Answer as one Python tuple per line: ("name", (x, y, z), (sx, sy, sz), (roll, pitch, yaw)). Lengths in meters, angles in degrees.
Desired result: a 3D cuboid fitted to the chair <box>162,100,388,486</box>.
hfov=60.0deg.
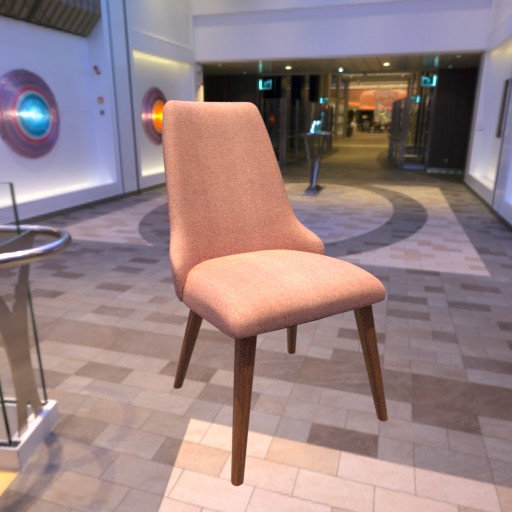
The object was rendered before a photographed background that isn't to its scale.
("chair", (0.000, 0.000, 1.361), (0.535, 0.918, 0.707), (-9, 19, -28))
